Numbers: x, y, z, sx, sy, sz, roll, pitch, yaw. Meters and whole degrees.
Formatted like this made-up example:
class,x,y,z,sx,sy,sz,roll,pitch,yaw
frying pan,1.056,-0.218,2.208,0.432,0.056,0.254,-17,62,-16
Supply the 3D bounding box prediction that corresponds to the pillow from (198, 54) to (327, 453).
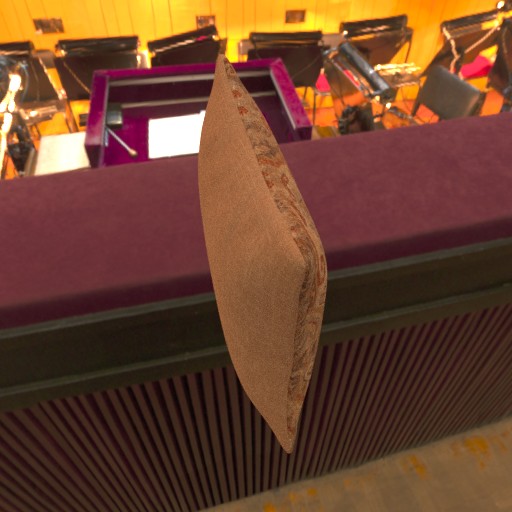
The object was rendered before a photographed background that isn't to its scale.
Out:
class,x,y,z,sx,sy,sz,roll,pitch,yaw
pillow,0.000,0.000,0.792,0.166,0.506,0.523,-9,47,-9
